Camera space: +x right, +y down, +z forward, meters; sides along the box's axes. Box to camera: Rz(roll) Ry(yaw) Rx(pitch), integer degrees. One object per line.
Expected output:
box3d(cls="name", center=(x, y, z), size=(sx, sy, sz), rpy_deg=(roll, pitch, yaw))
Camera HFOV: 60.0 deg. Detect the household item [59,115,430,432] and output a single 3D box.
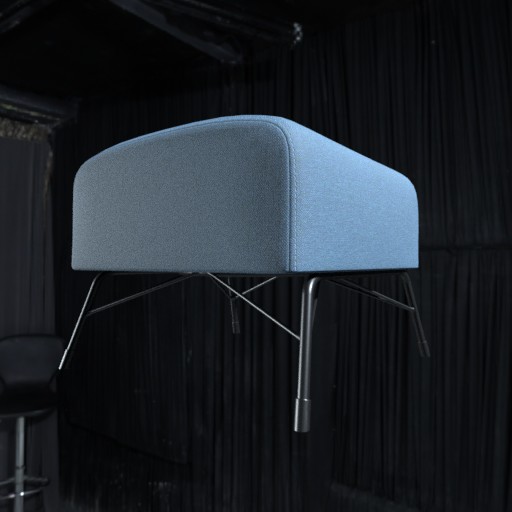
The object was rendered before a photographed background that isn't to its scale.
box3d(cls="household item", center=(0.000, 0.000, 0.884), size=(0.530, 0.420, 0.530), rpy_deg=(-1, -1, 36))
